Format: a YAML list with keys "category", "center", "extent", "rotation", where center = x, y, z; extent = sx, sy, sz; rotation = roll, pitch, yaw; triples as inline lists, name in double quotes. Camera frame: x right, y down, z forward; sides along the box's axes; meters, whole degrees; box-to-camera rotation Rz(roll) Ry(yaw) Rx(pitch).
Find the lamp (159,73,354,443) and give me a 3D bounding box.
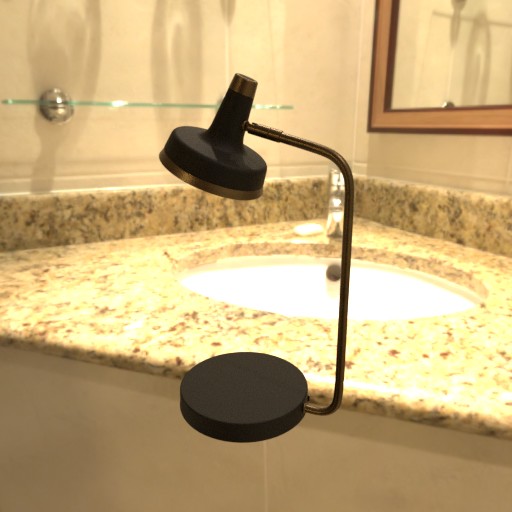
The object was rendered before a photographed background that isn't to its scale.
- category: "lamp"
  center: [0.000, 0.000, 0.500]
  extent: [0.218, 0.385, 0.162]
  rotation: [8, 19, 24]
